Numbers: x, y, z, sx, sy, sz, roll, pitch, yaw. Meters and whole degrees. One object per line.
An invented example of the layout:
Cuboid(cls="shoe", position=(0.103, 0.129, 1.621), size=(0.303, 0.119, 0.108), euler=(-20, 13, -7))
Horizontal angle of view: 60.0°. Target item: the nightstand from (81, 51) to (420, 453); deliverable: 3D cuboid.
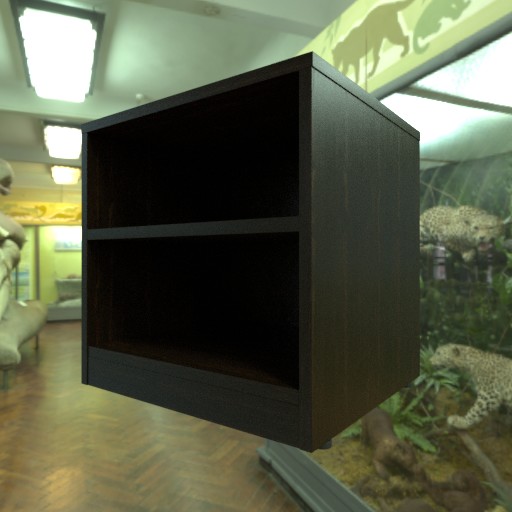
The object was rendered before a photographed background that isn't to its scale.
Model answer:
Cuboid(cls="nightstand", position=(0.000, 0.000, 0.844), size=(0.489, 0.487, 0.427), euler=(0, 0, 37))
